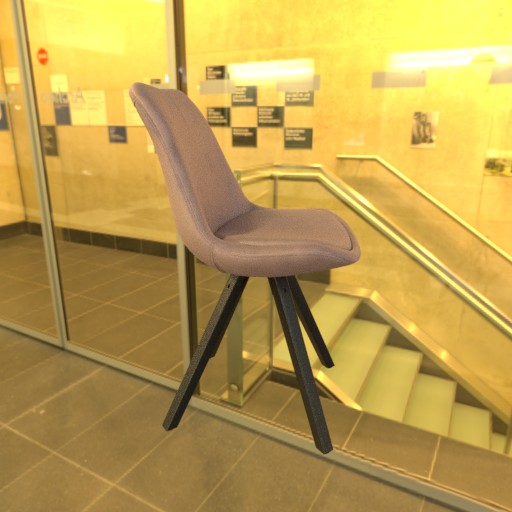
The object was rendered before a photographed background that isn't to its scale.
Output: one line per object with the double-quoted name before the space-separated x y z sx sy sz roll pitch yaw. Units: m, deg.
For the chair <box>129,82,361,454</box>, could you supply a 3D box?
"chair" 0.000 0.000 1.196 0.547 0.865 0.483 3 17 10
